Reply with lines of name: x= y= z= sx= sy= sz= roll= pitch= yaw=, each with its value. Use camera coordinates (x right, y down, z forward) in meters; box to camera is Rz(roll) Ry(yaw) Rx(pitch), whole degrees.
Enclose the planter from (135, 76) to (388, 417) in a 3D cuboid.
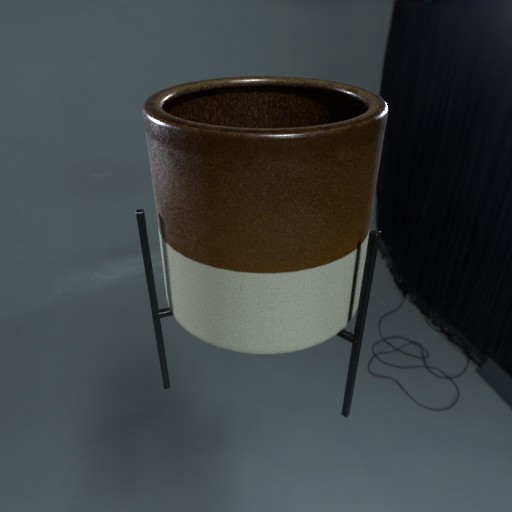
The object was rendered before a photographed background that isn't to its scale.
planter: x=0.000 y=0.000 z=0.548 sx=0.269 sy=0.375 sz=0.255 roll=-11 pitch=34 yaw=-17
